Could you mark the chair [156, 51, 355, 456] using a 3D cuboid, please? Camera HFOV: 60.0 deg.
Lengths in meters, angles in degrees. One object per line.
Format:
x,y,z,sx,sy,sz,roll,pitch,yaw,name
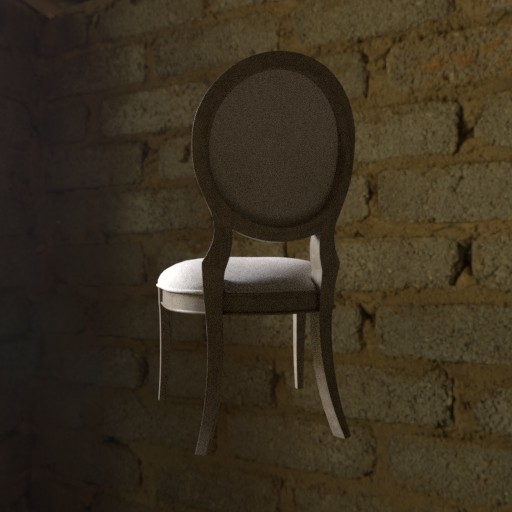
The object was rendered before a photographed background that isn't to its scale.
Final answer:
0.000,0.000,1.342,0.558,0.990,0.602,0,-1,-16,chair
